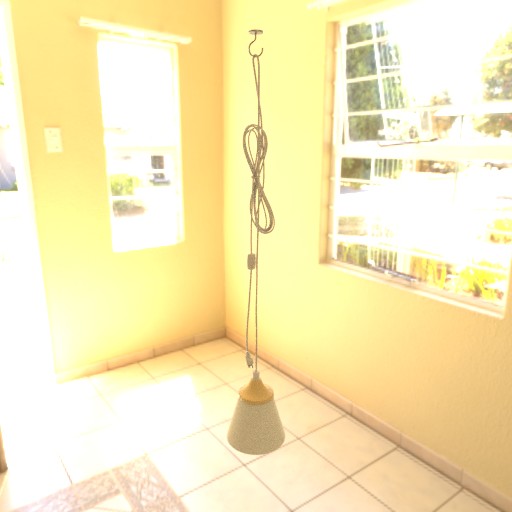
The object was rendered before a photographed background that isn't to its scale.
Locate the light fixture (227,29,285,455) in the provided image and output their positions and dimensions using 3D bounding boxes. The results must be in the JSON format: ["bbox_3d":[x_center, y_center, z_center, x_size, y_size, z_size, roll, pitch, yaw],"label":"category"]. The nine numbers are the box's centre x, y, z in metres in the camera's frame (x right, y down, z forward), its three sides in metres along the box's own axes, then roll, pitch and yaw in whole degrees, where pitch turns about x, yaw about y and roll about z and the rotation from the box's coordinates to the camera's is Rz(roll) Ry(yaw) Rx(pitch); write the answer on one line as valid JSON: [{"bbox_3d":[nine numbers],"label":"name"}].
[{"bbox_3d":[0.000,0.000,1.042,0.153,0.966,0.153,13,19,42],"label":"light fixture"}]
